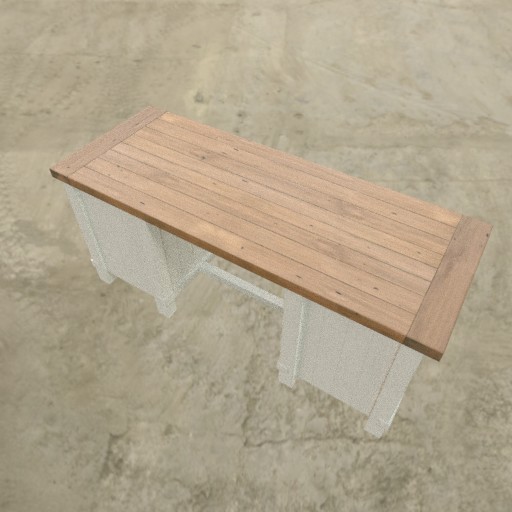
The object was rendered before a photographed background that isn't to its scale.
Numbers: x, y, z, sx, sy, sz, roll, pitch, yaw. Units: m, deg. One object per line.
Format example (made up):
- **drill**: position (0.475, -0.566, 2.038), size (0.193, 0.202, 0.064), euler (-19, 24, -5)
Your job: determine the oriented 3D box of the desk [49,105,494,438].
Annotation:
- **desk**: position (0.000, 0.000, 2.172), size (1.803, 0.760, 0.688), euler (25, 51, 22)
